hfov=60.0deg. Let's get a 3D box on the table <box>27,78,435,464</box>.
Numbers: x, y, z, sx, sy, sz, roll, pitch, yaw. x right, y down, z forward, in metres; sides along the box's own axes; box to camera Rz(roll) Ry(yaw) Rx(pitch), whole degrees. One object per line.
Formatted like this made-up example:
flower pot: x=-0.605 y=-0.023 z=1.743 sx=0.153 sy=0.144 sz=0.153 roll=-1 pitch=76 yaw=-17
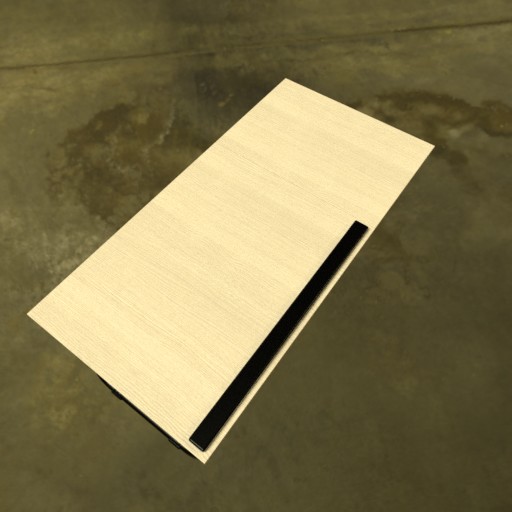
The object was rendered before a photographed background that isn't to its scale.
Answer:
table: x=0.000 y=0.000 z=0.797 sx=0.322 sy=0.242 sz=0.644 roll=32 pitch=63 yaw=18
